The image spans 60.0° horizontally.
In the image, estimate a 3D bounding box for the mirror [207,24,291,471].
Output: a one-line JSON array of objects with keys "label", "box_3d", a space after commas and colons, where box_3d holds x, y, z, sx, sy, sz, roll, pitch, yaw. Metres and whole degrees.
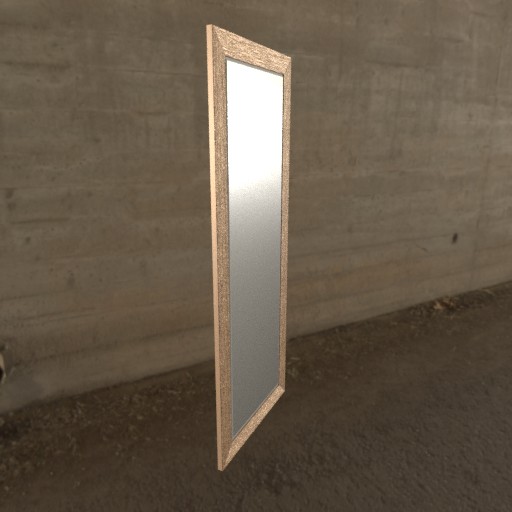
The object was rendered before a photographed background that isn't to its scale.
[{"label": "mirror", "box_3d": [0.000, 0.000, 2.315, 0.026, 2.031, 0.812, 7, 17, 25]}]
